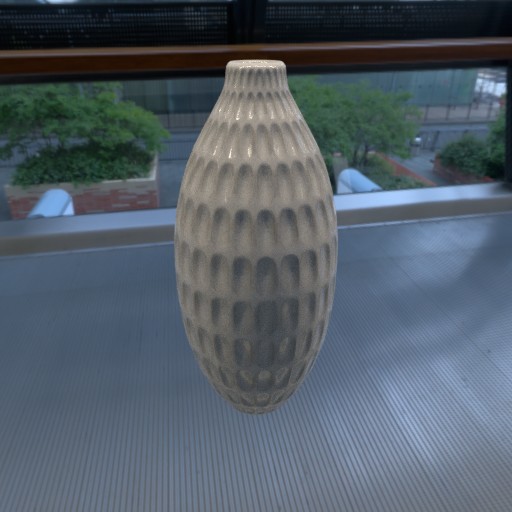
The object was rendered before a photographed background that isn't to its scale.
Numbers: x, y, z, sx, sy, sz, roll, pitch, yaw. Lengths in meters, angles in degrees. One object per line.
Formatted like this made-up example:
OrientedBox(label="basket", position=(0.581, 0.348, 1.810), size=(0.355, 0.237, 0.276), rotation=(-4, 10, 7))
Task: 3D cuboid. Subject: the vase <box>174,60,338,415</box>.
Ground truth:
OrientedBox(label="vase", position=(0.000, 0.000, 0.350), size=(0.127, 0.282, 0.127), rotation=(0, 27, 0))
